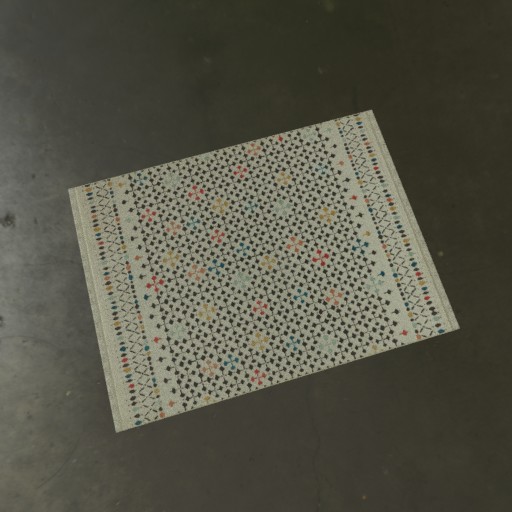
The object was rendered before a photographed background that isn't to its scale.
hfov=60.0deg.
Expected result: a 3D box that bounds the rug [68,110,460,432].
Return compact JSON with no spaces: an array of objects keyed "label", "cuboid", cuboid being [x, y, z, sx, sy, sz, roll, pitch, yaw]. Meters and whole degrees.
[{"label":"rug","cuboid":[0.000,0.000,4.222,3.196,0.007,2.354,-16,76,-4]}]
